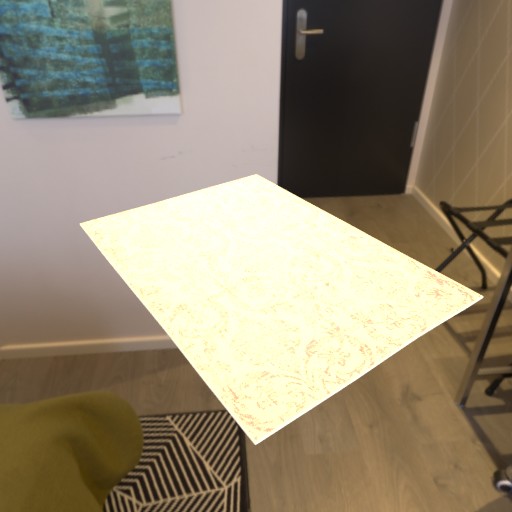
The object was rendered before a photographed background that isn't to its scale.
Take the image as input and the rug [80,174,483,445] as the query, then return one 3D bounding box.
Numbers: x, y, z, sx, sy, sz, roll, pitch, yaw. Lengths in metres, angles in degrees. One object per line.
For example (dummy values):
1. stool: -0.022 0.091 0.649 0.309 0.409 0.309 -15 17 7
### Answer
1. rug: 0.000 0.000 2.874 1.598 0.014 2.202 -21 39 -29
